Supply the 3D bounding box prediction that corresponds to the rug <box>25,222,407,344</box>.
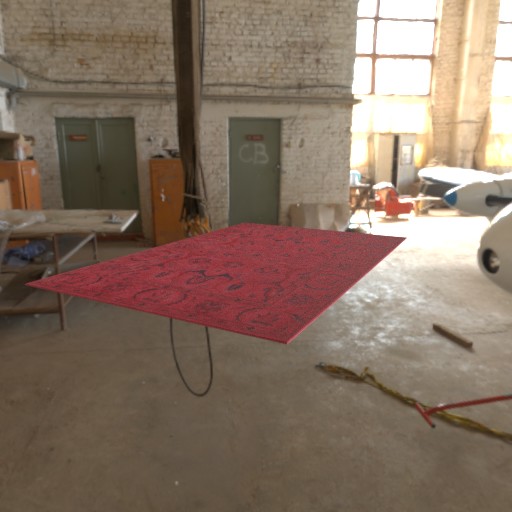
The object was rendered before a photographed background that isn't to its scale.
[{"bbox_3d":[0.000,0.000,2.342,1.209,0.008,1.814,7,15,28],"label":"rug"}]
